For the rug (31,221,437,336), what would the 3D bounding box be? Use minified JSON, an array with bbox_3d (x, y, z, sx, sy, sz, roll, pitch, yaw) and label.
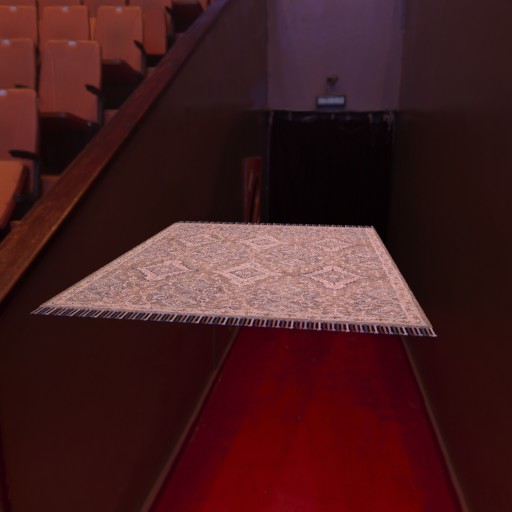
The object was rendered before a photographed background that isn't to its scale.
[{"bbox_3d":[0.000,0.000,4.057,2.437,0.010,3.056,2,15,8],"label":"rug"}]
